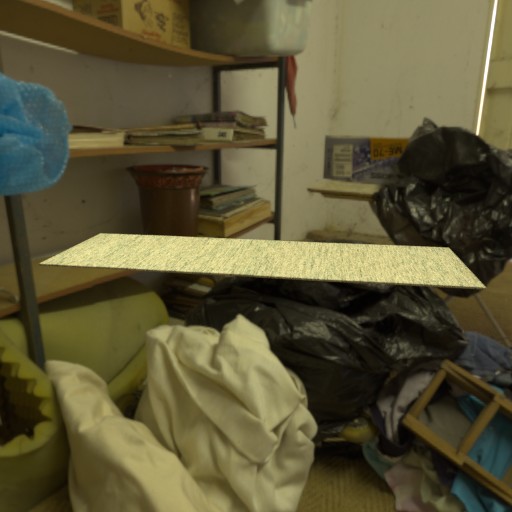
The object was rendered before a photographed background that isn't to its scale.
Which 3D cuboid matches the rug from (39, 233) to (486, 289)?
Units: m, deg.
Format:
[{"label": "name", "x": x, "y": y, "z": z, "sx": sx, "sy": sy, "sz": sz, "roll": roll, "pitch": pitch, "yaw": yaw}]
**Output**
[{"label": "rug", "x": 0.000, "y": 0.000, "z": 2.567, "sx": 2.290, "sy": 0.014, "sz": 0.700, "roll": 3, "pitch": 17, "yaw": 9}]
